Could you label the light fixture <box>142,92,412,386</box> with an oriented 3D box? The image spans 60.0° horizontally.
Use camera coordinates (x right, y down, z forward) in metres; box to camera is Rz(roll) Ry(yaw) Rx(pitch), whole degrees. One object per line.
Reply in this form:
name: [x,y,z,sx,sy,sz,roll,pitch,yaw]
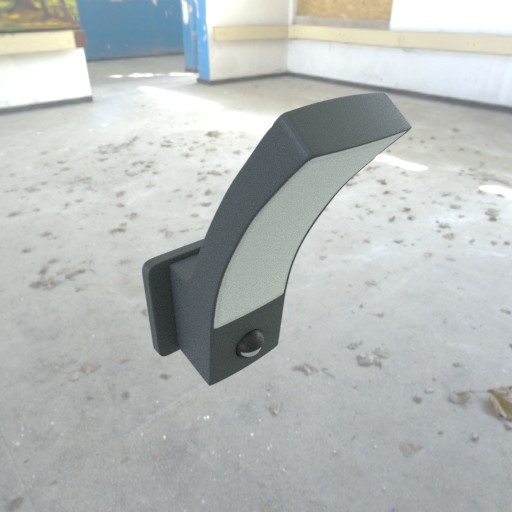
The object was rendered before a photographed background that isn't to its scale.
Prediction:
light fixture: [0.000,0.000,0.328,0.108,0.243,0.174,-23,37,-34]
